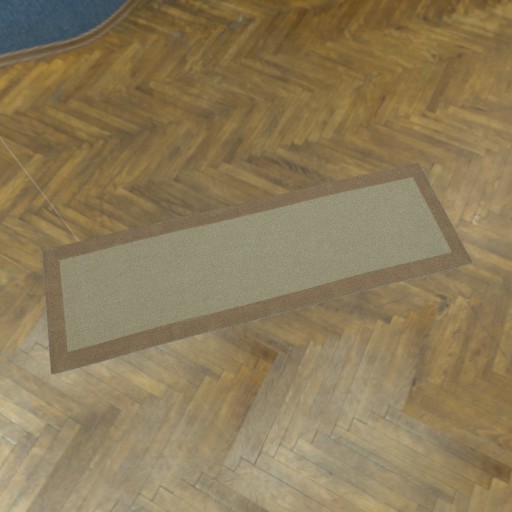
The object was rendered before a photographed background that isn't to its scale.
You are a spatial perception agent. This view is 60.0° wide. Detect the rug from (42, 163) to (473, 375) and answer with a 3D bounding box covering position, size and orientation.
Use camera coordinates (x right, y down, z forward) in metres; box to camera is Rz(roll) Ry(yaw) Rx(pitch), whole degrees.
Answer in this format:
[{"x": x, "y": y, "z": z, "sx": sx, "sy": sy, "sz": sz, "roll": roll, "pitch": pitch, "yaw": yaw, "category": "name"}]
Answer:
[{"x": 0.000, "y": 0.000, "z": 2.616, "sx": 2.430, "sy": 0.012, "sz": 0.767, "roll": -14, "pitch": 65, "yaw": -7, "category": "rug"}]
